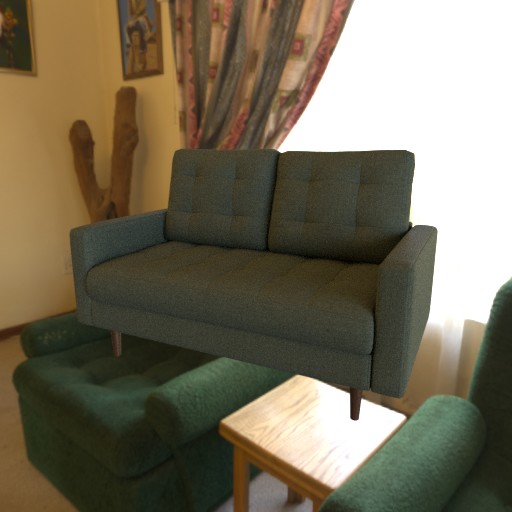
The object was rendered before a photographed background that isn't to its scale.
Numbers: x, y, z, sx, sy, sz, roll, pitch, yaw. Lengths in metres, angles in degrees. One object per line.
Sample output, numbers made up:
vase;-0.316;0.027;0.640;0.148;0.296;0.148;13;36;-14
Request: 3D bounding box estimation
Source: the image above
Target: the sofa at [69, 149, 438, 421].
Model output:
sofa;0.000;0.000;1.938;1.407;0.907;0.842;7;15;26
